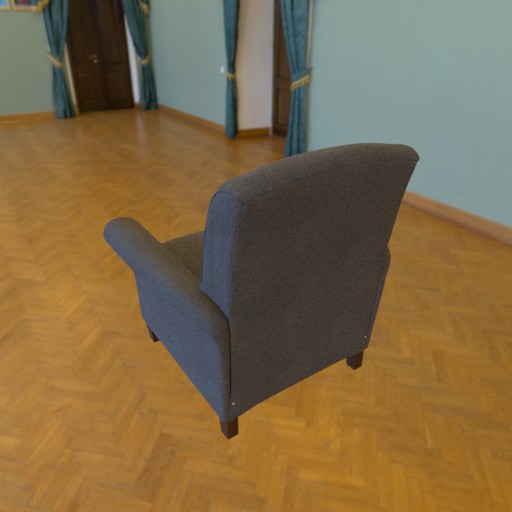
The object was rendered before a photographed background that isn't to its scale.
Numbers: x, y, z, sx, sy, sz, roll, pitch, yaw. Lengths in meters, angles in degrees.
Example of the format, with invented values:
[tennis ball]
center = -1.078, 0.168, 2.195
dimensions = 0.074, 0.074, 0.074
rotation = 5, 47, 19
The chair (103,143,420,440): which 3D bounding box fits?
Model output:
[chair]
center = 0.000, 0.000, 1.835
dimensions = 0.978, 1.061, 0.905
rotation = -18, 33, -30
